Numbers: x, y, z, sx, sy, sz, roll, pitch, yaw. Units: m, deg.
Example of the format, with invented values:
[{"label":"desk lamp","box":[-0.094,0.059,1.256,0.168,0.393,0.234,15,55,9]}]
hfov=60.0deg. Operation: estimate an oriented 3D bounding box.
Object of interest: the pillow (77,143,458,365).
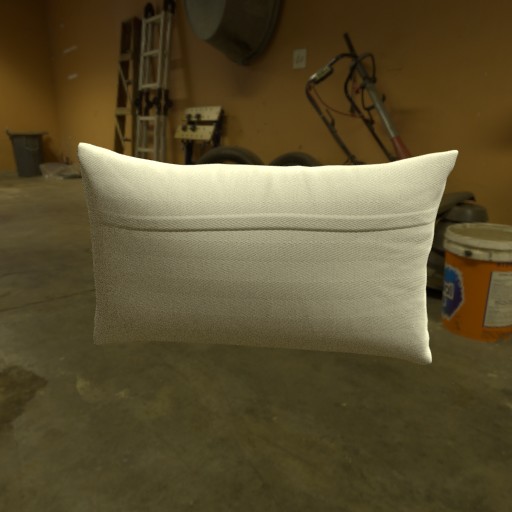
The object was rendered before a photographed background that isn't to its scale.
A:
[{"label":"pillow","box":[0.000,0.000,0.621,0.506,0.305,0.139,2,17,6]}]
